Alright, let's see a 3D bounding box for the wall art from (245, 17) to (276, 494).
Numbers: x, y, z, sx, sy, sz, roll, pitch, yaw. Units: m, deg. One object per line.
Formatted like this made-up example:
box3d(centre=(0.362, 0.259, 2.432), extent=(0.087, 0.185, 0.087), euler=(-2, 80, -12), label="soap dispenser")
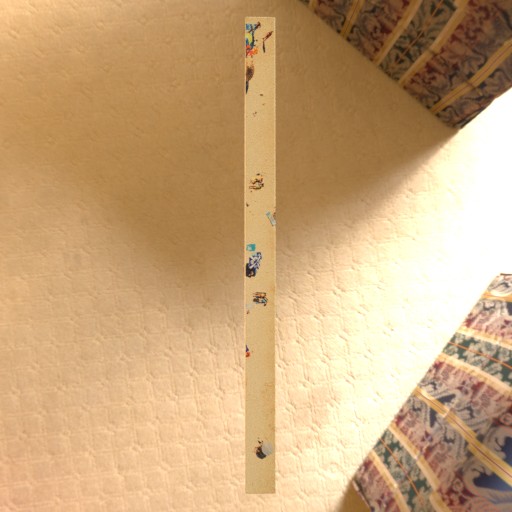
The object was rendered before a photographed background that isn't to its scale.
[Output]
box3d(centre=(0.000, 0.000, 0.768), extent=(0.039, 0.406, 0.609), euler=(0, 89, -2), label="wall art")
